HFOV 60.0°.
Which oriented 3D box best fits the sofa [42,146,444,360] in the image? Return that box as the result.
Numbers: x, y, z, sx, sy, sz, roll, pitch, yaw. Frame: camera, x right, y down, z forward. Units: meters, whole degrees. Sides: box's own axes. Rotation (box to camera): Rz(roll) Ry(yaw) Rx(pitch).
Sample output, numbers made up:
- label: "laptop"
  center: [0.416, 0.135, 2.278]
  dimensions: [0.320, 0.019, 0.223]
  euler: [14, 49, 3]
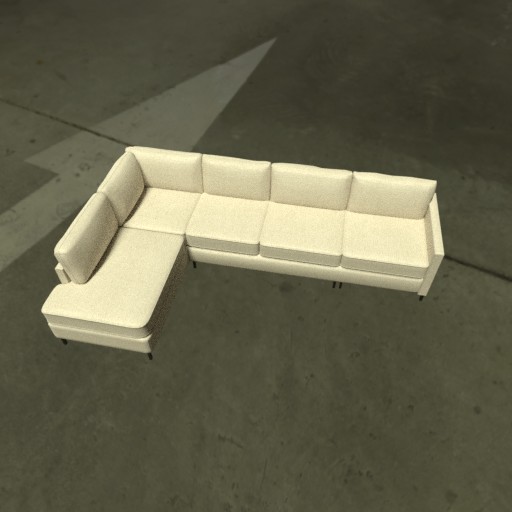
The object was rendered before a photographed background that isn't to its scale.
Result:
- label: "sofa"
  center: [0.000, 0.000, 4.262]
  dimensions: [3.384, 0.996, 2.048]
  euler: [8, 47, 7]
